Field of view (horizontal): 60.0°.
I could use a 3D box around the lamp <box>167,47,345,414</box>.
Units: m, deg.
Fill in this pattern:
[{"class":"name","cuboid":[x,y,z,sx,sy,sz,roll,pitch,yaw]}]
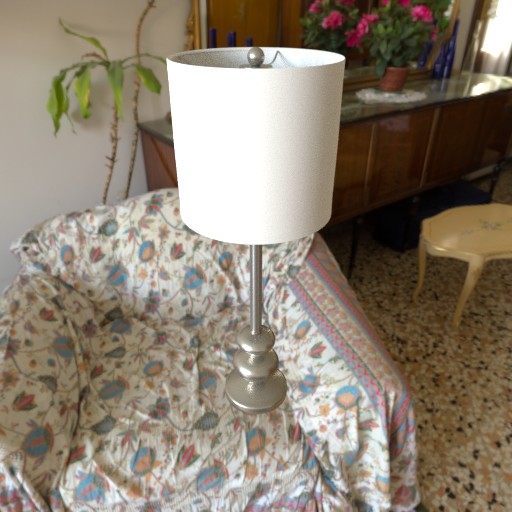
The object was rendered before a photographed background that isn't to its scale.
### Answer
[{"class":"lamp","cuboid":[0.000,0.000,0.805,0.254,0.690,0.254,9,32,15]}]
